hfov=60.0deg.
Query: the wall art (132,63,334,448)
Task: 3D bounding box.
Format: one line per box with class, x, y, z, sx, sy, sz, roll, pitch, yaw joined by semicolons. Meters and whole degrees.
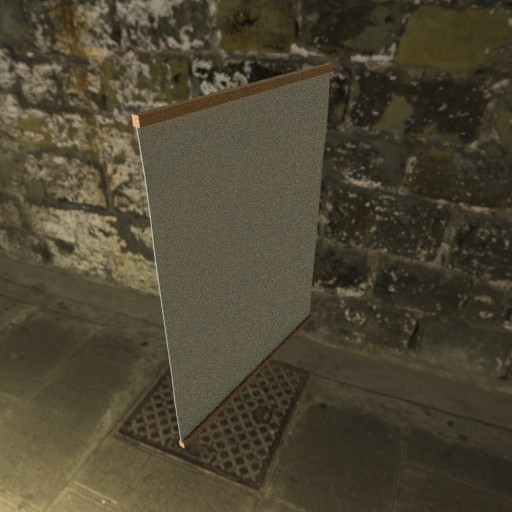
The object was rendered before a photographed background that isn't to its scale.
wall art;0.000;0.000;0.818;0.011;0.605;0.458;22;38;31
